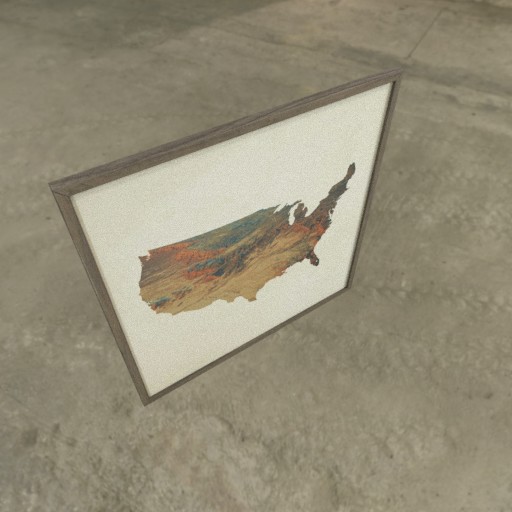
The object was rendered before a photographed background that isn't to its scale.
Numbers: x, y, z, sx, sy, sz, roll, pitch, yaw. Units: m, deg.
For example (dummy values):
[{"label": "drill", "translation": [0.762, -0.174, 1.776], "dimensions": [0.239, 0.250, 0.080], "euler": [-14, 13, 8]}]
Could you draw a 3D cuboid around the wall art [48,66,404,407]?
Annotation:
[{"label": "wall art", "translation": [0.000, 0.000, 0.737], "dimensions": [0.508, 0.507, 0.016], "euler": [-26, 52, -22]}]
